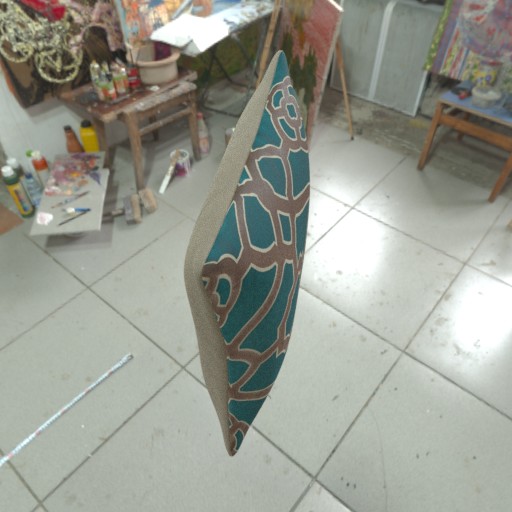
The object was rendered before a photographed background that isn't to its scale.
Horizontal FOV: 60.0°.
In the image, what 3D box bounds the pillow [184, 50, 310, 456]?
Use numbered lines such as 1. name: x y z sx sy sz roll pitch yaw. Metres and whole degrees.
1. pillow: 0.000 0.000 0.787 0.166 0.507 0.526 8 48 7
